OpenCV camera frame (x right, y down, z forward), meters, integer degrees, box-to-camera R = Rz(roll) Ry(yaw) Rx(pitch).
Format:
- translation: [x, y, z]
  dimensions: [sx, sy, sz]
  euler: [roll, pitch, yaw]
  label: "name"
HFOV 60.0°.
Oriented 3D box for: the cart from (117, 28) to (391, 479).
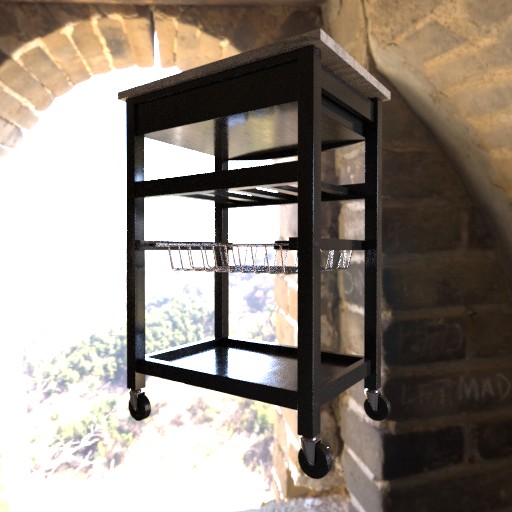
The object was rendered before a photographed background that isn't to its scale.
- translation: [0.000, 0.000, 1.138]
  dimensions: [0.584, 0.839, 0.403]
  euler: [1, 1, 35]
  label: "cart"
